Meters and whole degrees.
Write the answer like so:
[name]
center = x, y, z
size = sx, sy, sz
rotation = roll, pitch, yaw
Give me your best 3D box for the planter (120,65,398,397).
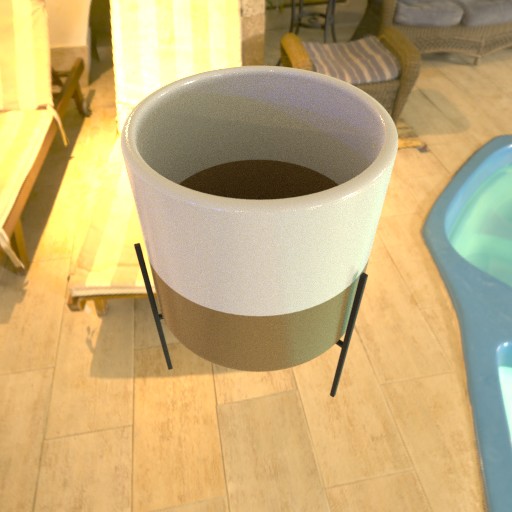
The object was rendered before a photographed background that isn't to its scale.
[planter]
center = 0.000, 0.000, 0.642
size = 0.310, 0.432, 0.310
rotation = -3, 46, -3
